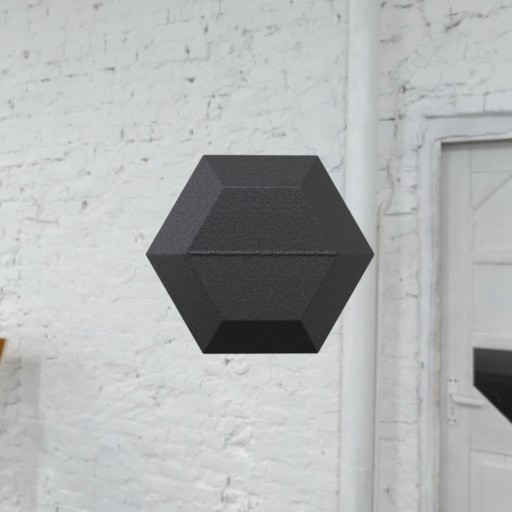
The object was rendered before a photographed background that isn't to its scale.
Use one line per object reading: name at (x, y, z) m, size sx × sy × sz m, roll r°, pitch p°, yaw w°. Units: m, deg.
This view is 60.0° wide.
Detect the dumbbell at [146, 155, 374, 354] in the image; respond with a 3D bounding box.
dumbbell at (0.000, 0.000, 0.425) m, size 0.141 × 0.123 × 0.356 m, roll 0°, pitch 0°, yaw -1°
